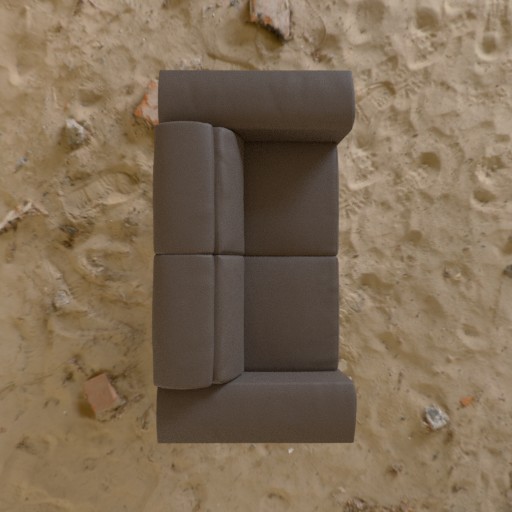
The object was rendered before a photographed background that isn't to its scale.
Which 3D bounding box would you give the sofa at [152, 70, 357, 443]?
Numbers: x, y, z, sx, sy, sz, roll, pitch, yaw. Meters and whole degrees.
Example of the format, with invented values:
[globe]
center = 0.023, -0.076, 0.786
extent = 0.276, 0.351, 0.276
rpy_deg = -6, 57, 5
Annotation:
[sofa]
center = 0.000, 0.000, 2.445
extent = 1.003, 0.779, 1.895
rpy_deg = 0, 89, 0
